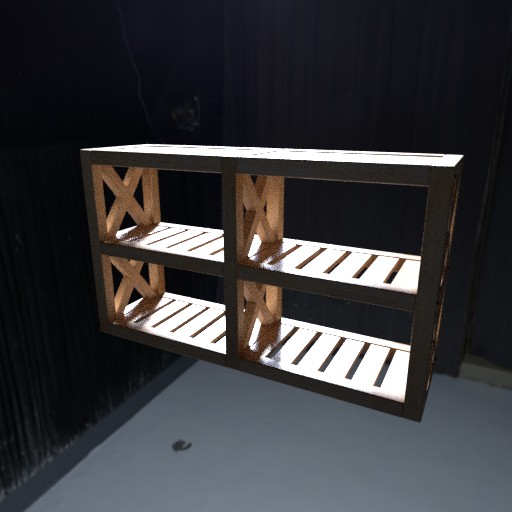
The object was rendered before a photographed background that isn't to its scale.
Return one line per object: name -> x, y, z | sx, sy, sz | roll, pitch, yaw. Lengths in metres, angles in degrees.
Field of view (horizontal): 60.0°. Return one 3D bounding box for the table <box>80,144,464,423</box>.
table -> 0.000, 0.000, 1.664 | 1.320, 0.762, 0.381 | 9, 19, 26
